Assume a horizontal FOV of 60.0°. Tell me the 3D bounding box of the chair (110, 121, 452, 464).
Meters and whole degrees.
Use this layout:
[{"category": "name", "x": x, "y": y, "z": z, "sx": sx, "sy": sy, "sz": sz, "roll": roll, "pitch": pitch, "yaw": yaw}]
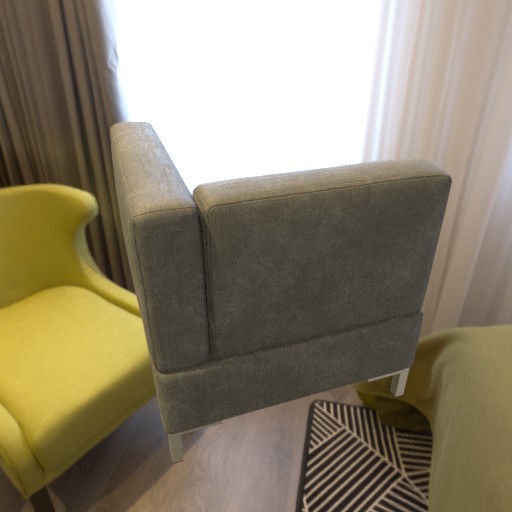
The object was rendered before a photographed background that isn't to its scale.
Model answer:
[{"category": "chair", "x": 0.000, "y": 0.000, "z": 1.233, "sx": 0.680, "sy": 0.660, "sz": 0.680, "roll": -10, "pitch": 32, "yaw": -16}]
